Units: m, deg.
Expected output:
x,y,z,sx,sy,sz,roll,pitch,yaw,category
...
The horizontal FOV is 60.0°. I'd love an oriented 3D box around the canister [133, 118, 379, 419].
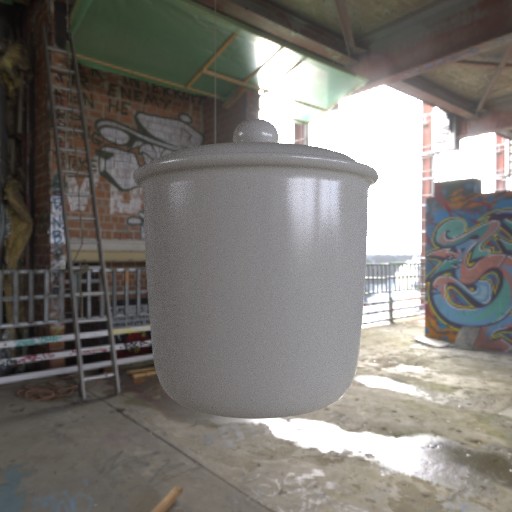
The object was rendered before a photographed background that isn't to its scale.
x,y,z,sx,sy,sz,roll,pitch,yaw,category
0.000,0.000,0.340,0.182,0.208,0.182,0,0,0,canister
